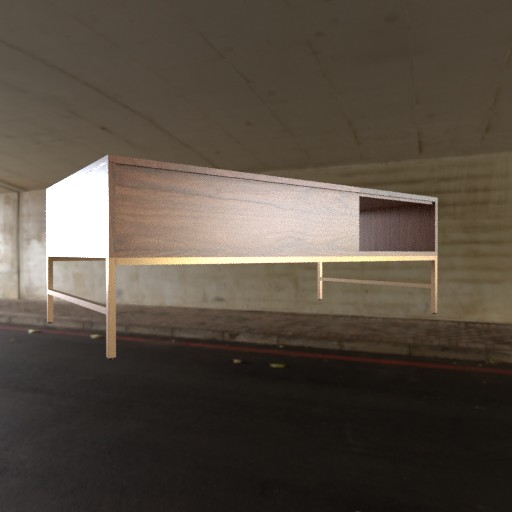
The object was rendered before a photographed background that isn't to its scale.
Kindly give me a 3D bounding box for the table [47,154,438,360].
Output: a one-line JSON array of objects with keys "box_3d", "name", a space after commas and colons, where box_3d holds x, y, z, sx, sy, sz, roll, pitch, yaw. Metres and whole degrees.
[{"box_3d": [0.000, 0.000, 1.961, 1.553, 0.551, 0.789, 0, 0, -36], "name": "table"}]
